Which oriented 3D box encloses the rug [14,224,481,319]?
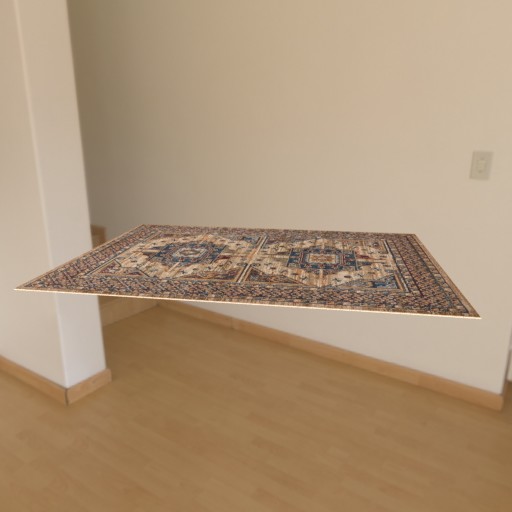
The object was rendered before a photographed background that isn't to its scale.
[{"bbox_3d":[0.000,0.000,2.837,2.227,0.008,1.611,3,16,9],"label":"rug"}]
